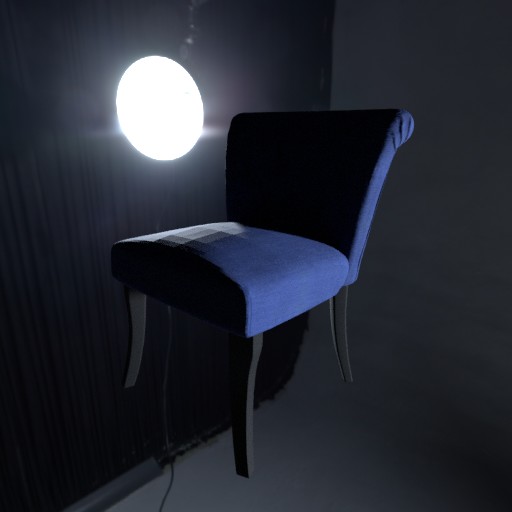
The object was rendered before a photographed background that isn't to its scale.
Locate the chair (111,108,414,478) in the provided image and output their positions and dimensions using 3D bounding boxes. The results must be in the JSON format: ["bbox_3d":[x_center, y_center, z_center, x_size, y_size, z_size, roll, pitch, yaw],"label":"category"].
[{"bbox_3d":[0.000,0.000,1.193,0.585,0.753,0.606,15,22,42],"label":"chair"}]
